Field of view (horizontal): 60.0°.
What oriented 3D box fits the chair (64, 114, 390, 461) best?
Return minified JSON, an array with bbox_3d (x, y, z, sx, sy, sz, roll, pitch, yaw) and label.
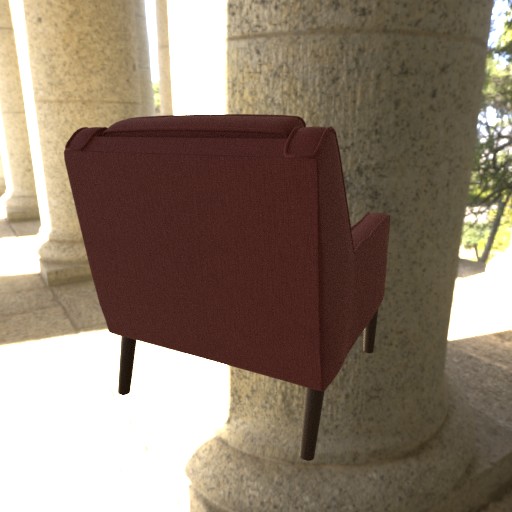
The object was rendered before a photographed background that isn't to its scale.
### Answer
[{"bbox_3d":[0.000,0.000,1.353,0.680,0.812,0.770,8,18,26],"label":"chair"}]
